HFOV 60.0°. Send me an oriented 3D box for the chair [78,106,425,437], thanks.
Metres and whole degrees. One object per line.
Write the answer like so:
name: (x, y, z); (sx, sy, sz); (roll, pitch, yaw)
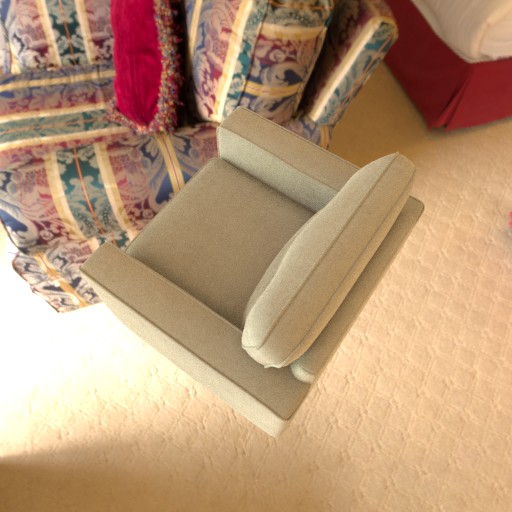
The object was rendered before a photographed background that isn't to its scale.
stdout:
chair: (0.000, 0.000, 1.813); (0.939, 0.965, 1.015); (32, 68, 15)
